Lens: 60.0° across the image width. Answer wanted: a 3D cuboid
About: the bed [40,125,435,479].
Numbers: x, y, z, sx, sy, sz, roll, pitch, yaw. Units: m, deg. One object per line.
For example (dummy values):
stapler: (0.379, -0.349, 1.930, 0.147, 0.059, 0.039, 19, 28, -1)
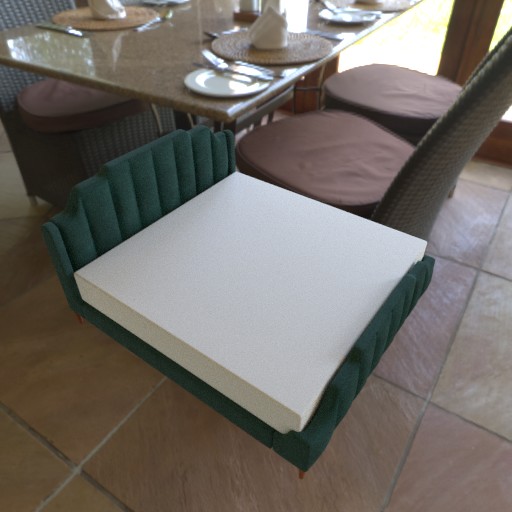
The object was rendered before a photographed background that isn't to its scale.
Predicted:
bed: (0.000, 0.000, 3.522, 2.340, 1.245, 2.074, 25, 45, 27)
